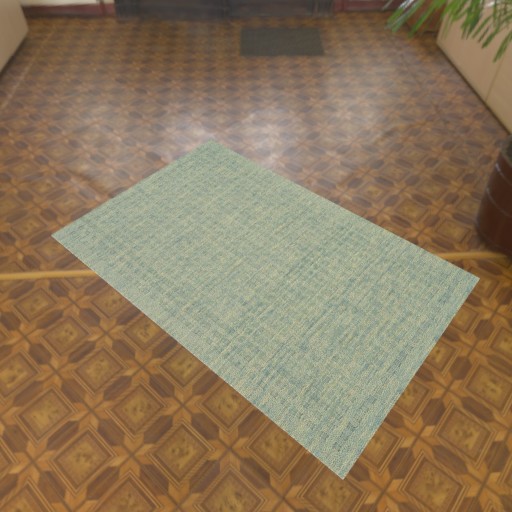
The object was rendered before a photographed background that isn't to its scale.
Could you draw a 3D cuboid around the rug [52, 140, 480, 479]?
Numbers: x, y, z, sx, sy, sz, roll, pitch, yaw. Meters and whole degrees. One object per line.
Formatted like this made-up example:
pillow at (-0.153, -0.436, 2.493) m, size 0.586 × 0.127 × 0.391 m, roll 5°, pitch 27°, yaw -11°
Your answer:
rug at (0.000, 0.000, 2.149) m, size 1.752 × 0.006 × 1.142 m, roll 33°, pitch 55°, yaw 26°
